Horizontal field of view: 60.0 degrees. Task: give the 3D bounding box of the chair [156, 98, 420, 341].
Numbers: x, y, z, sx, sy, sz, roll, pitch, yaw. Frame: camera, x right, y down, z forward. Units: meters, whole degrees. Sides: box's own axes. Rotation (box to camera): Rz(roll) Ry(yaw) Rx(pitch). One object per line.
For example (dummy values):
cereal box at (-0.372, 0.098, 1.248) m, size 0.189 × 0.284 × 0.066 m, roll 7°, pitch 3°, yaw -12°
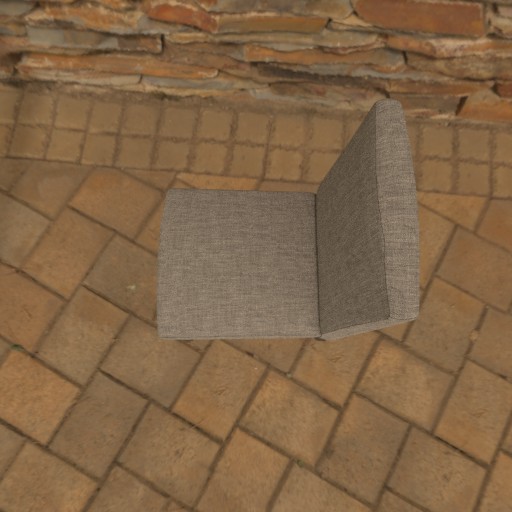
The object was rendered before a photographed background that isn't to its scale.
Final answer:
chair at (0.000, 0.000, 1.236) m, size 0.580 × 0.917 × 0.451 m, roll 0°, pitch 76°, yaw 0°
